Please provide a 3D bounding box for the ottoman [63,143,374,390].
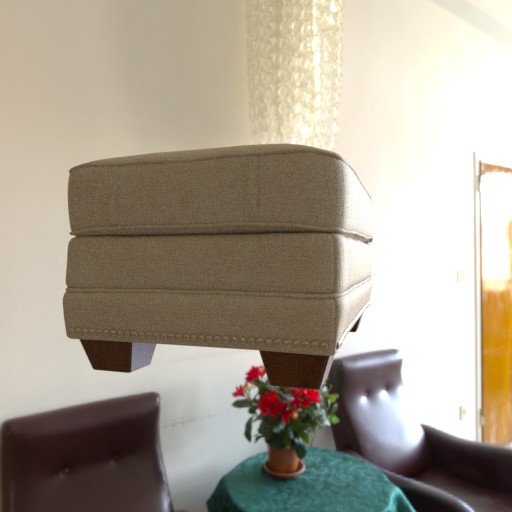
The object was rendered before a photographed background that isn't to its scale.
[{"bbox_3d":[0.000,0.000,1.146,0.559,0.458,0.813,0,-1,18],"label":"ottoman"}]
